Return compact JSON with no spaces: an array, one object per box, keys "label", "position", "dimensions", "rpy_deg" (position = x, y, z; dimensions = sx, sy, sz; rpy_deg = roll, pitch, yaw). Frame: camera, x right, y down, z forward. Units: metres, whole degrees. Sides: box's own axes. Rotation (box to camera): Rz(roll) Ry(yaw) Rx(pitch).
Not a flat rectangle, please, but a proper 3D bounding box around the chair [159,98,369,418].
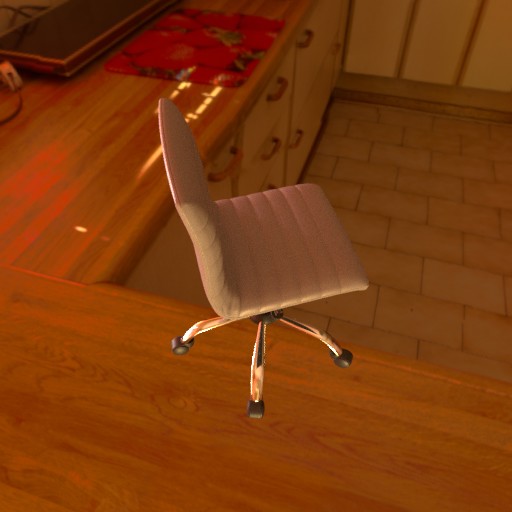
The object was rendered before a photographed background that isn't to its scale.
[{"label":"chair","position":[0.000,0.000,1.175],"dimensions":[0.542,0.750,0.569],"rpy_deg":[-9,47,-9]}]
